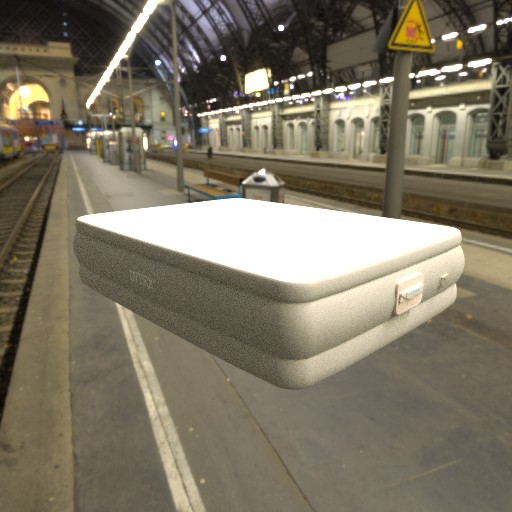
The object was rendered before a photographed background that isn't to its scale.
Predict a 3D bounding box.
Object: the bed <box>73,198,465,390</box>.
[{"bbox_3d":[0.000,0.000,2.697,1.520,0.460,2.036,-14,20,-42],"label":"bed"}]
